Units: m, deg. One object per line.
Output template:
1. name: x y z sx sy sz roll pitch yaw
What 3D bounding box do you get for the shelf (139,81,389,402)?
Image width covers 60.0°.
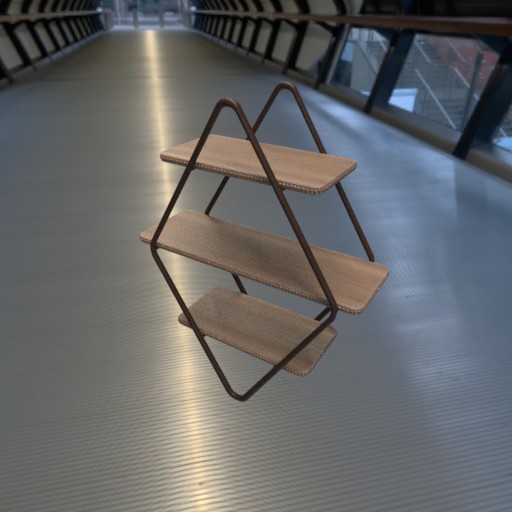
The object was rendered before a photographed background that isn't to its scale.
1. shelf: 0.000 0.000 1.081 0.609 0.774 0.234 18 34 28
